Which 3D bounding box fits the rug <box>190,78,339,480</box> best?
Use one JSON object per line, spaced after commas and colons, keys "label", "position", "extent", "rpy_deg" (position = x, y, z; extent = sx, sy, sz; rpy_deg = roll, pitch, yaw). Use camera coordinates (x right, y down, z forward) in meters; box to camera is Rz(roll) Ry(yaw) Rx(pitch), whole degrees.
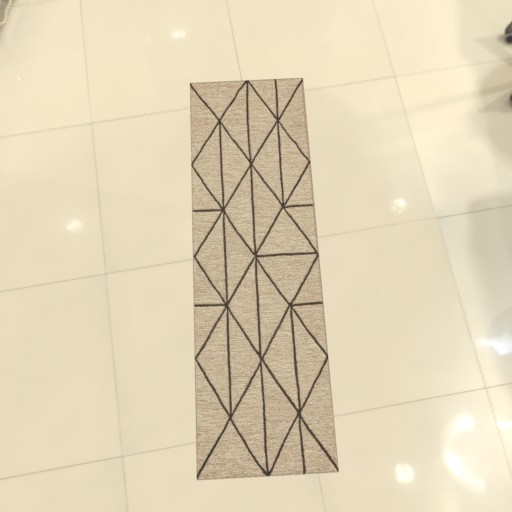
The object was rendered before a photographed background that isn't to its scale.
{"label": "rug", "position": [0.000, 0.000, 2.674], "extent": [0.762, 0.012, 2.438], "rpy_deg": [-3, 76, -1]}
